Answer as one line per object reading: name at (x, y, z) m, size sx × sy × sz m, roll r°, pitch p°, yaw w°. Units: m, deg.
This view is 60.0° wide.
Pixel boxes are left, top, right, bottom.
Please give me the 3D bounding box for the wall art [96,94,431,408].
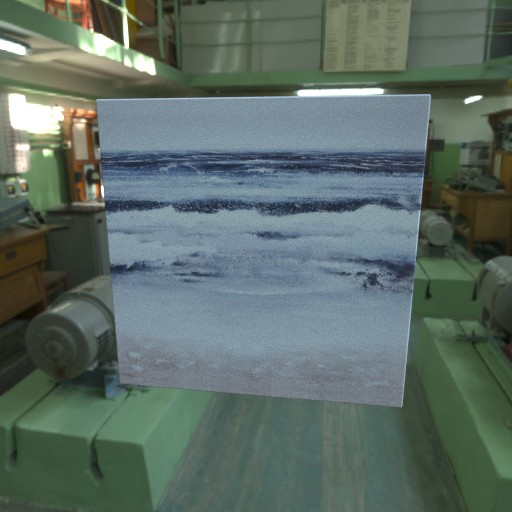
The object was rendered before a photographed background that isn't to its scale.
wall art at (0.000, 0.000, 1.110) m, size 0.755 × 0.747 × 0.065 m, roll 2°, pitch 15°, yaw 8°
